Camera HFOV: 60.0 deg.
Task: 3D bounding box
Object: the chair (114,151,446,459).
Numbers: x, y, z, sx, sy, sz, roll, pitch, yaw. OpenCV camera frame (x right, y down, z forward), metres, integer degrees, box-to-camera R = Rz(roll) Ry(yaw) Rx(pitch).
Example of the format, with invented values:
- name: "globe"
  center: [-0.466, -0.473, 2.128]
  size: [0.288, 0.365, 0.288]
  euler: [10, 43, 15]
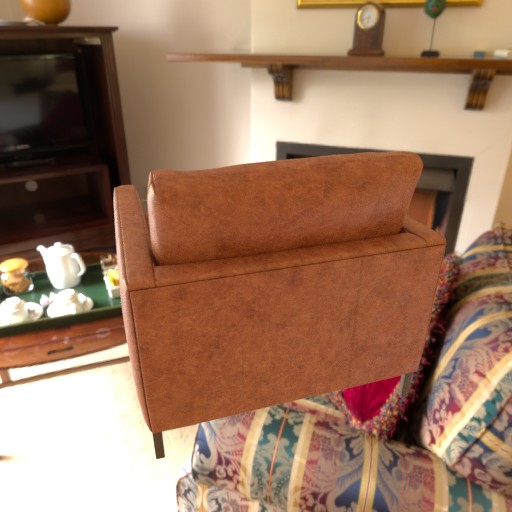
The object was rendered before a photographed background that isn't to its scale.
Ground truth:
- name: "chair"
  center: [0.000, 0.000, 1.633]
  size: [0.967, 0.869, 0.862]
  euler: [-8, 27, -16]
